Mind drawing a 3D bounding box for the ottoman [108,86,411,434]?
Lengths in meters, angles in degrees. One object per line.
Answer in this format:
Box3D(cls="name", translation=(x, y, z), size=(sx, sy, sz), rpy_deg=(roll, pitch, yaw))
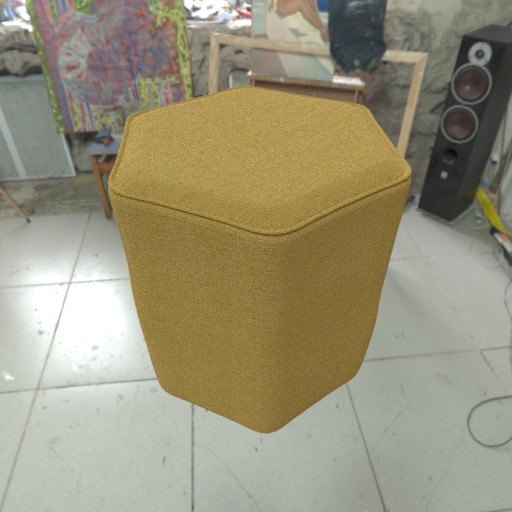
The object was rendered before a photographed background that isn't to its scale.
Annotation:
Box3D(cls="ottoman", translation=(0.000, 0.000, 0.860), size=(0.494, 0.502, 0.443), rpy_deg=(-25, 47, -26))
